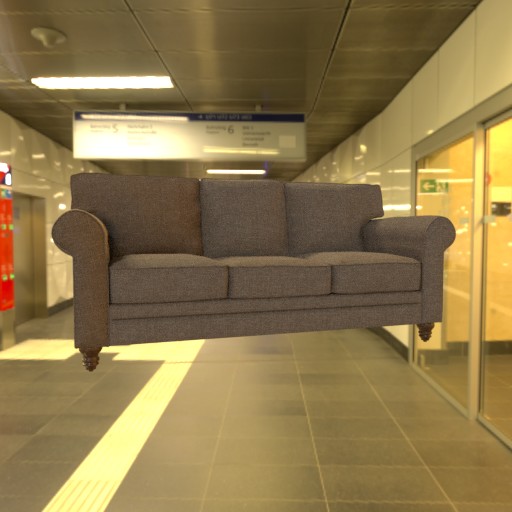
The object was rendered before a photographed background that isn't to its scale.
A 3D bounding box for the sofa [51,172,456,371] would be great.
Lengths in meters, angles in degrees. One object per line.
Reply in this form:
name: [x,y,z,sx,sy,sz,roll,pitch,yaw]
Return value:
sofa: [0.000,0.000,2.562,2.084,0.961,0.916,-1,3,-18]
